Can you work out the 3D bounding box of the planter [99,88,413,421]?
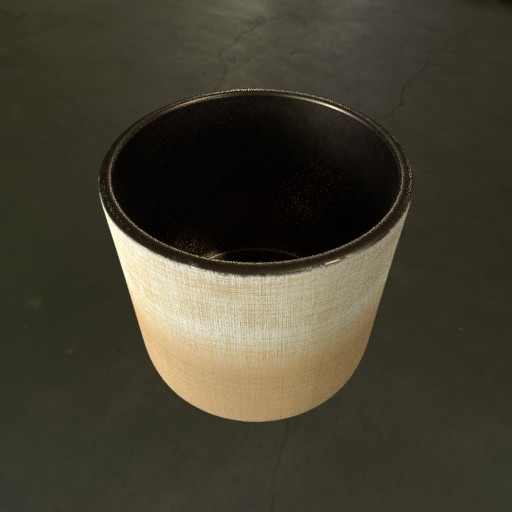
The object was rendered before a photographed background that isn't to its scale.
[{"bbox_3d":[0.000,0.000,0.384,0.221,0.201,0.221,0,46,0],"label":"planter"}]
